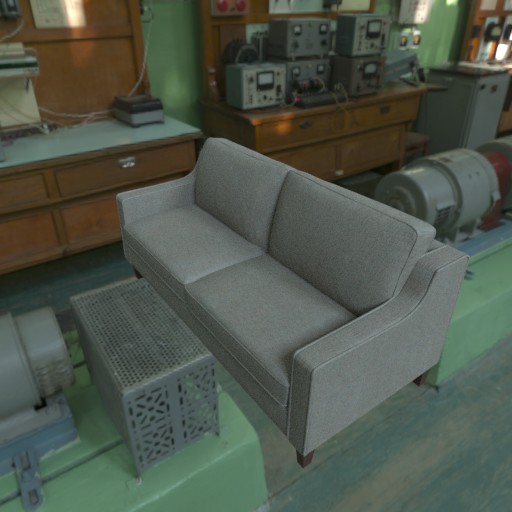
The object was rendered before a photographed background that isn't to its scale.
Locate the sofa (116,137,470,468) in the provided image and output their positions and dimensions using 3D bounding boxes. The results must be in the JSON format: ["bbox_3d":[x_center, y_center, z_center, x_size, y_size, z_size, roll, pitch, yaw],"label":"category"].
[{"bbox_3d":[0.000,0.000,2.857,1.073,1.074,2.181,-20,37,-30],"label":"sofa"}]
